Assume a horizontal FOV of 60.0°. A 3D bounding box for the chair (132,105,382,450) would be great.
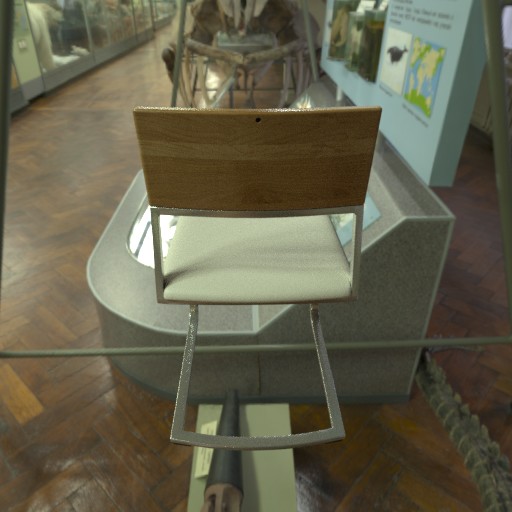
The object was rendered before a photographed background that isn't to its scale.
[{"bbox_3d":[0.000,0.000,1.183,0.467,0.844,0.585,-1,31,-1],"label":"chair"}]
